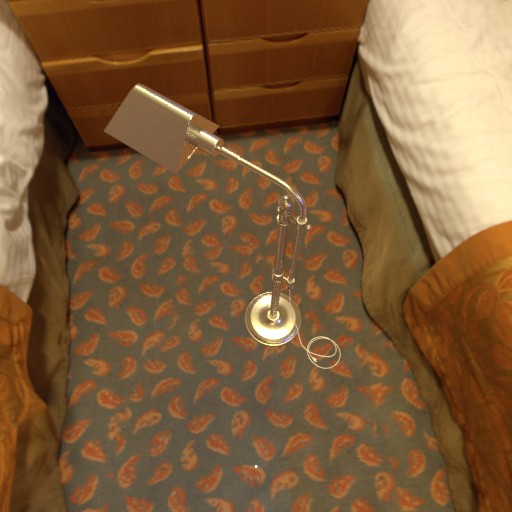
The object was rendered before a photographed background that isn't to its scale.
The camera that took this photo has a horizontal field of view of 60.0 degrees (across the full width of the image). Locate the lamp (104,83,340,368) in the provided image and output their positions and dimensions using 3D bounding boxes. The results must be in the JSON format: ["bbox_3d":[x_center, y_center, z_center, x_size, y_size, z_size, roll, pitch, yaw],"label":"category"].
[{"bbox_3d":[0.000,0.000,0.963,0.546,0.708,0.159,32,69,14],"label":"lamp"}]
